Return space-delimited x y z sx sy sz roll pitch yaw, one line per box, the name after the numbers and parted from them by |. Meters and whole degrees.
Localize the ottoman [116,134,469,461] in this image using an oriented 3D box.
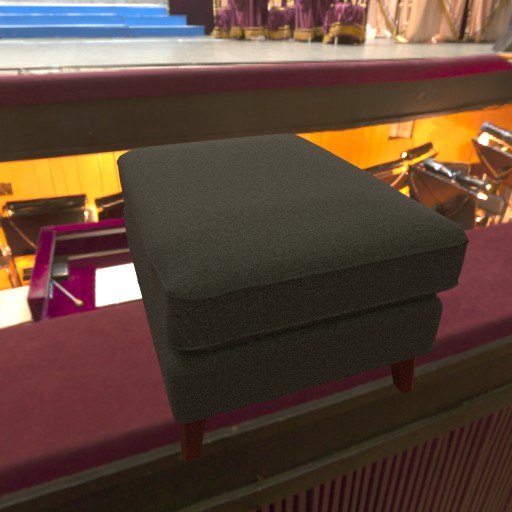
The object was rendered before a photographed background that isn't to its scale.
0.000 0.000 1.218 0.629 0.503 0.835 -10 31 -18 | ottoman
